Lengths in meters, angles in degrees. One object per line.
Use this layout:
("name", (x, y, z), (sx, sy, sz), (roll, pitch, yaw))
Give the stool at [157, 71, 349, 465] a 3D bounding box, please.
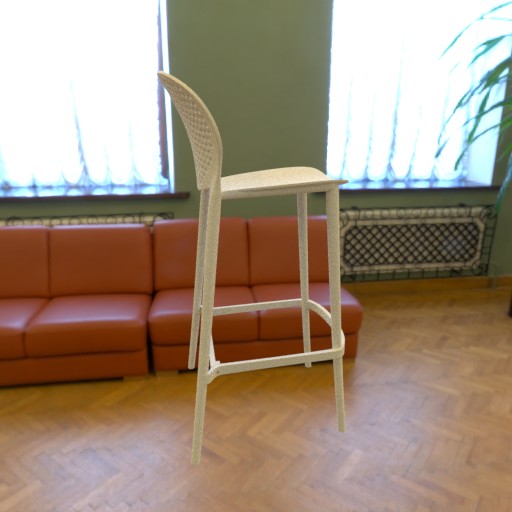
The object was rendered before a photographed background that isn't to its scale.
("stool", (0.000, 0.000, 1.374), (0.535, 1.045, 0.536), (-3, 17, -9))
